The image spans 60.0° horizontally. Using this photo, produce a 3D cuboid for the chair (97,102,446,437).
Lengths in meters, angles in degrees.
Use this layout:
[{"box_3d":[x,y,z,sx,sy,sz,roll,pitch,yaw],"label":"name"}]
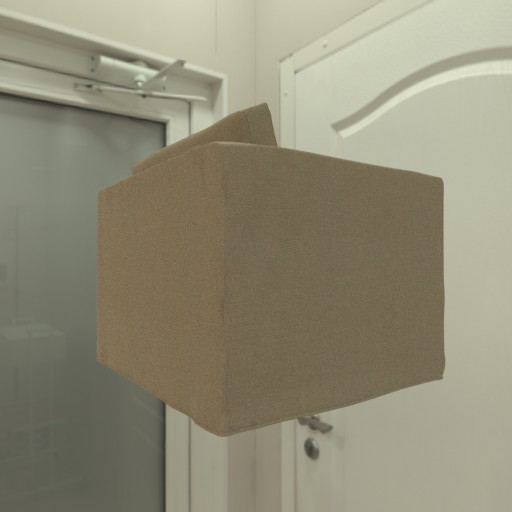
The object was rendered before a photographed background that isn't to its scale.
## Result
[{"box_3d":[0.000,0.000,1.711,0.949,0.863,1.057,0,-1,-35],"label":"chair"}]
